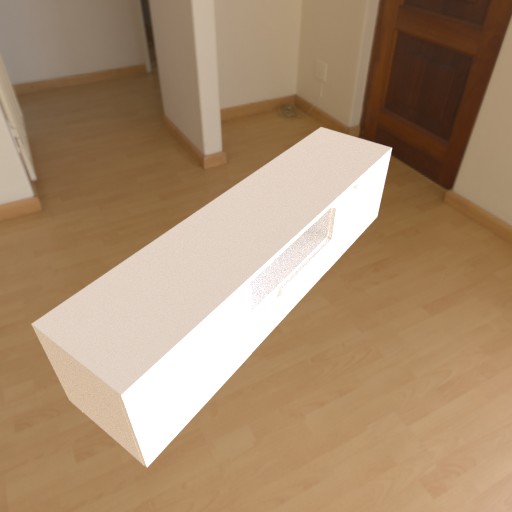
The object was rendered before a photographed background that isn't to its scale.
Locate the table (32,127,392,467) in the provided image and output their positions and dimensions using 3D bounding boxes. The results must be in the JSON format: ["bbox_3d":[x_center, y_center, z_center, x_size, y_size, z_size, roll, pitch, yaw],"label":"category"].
[{"bbox_3d":[0.000,0.000,1.829,0.390,0.420,1.650,26,47,27],"label":"table"}]
